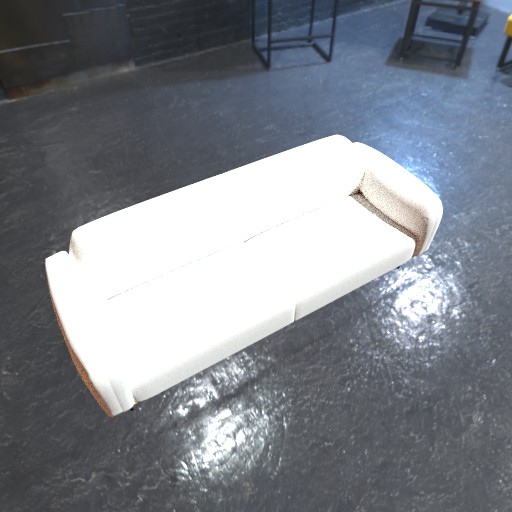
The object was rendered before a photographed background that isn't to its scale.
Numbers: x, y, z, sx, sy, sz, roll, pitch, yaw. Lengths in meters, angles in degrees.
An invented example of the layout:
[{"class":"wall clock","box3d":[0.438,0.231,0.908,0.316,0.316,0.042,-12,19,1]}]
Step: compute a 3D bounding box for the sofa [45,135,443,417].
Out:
[{"class":"sofa","box3d":[0.000,0.000,2.681,2.280,0.780,0.870,-24,51,-21]}]
